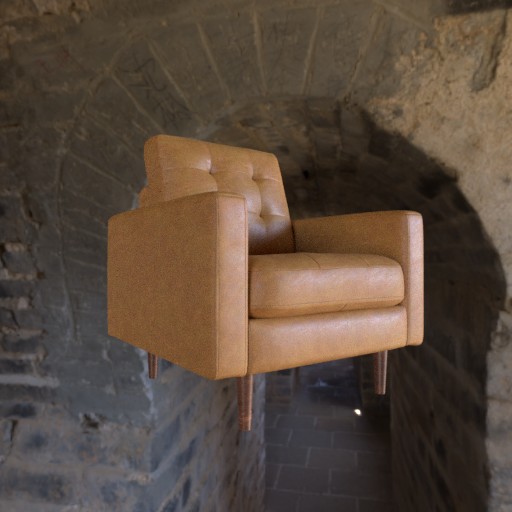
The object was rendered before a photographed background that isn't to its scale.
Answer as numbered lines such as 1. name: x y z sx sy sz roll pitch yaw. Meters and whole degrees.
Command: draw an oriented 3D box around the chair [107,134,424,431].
1. chair: 0.000 0.000 1.560 0.831 0.896 0.868 0 -1 -35
